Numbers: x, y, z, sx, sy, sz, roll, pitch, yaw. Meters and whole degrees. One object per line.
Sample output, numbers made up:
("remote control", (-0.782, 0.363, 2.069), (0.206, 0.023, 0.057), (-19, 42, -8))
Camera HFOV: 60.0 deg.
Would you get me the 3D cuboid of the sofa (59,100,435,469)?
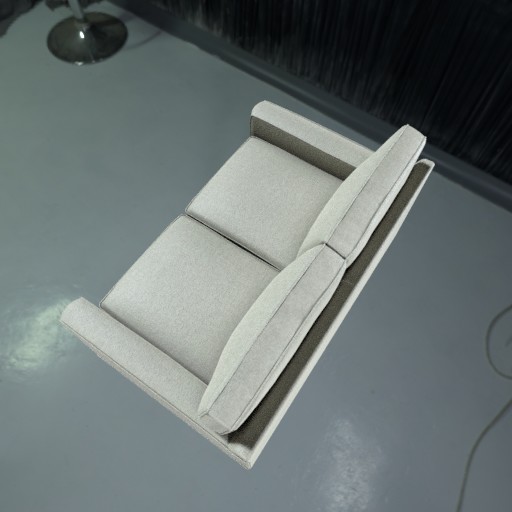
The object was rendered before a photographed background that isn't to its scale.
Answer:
("sofa", (0.000, 0.000, 2.036), (0.940, 0.853, 1.484), (31, 67, 15))
